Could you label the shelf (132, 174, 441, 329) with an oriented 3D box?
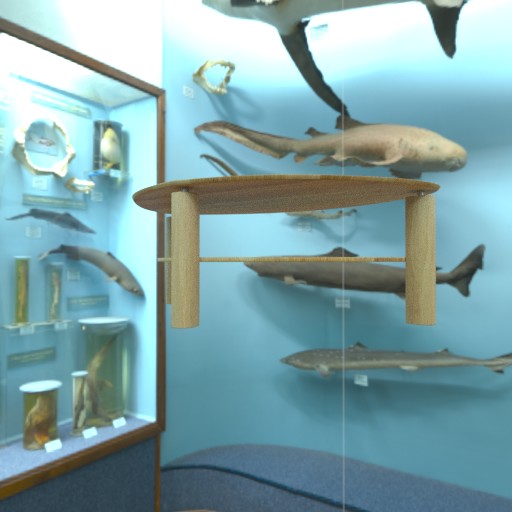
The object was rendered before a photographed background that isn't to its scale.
[{"bbox_3d":[0.000,0.000,1.653,1.246,0.440,0.845,0,-1,36],"label":"shelf"}]
